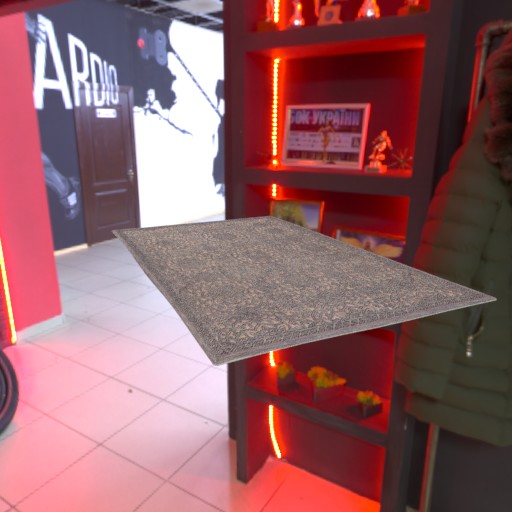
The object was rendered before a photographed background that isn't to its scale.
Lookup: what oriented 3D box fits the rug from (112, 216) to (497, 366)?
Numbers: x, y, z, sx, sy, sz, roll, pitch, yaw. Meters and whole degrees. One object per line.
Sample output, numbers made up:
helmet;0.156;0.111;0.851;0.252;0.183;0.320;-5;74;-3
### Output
rug;0.000;0.000;3.017;1.535;0.022;2.498;-8;18;-25
